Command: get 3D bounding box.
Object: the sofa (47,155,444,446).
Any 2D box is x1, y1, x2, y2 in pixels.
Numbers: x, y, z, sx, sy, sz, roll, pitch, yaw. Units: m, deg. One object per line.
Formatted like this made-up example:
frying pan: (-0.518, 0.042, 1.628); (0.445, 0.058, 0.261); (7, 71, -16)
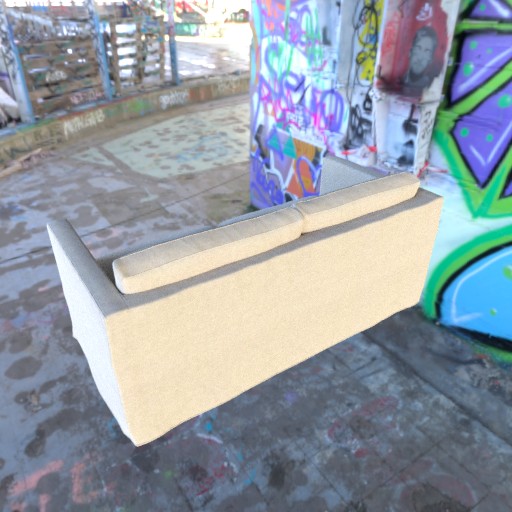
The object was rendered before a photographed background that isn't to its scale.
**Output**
sofa: (0.000, 0.000, 2.488); (1.959, 0.835, 0.962); (-19, 36, -29)
